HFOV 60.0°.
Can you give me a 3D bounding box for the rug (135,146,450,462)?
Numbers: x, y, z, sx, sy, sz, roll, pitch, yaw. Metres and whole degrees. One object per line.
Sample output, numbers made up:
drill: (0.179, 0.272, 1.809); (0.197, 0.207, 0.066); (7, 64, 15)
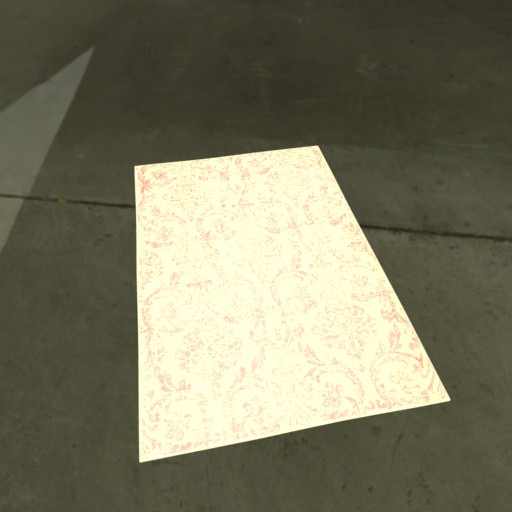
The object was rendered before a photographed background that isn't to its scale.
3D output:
rug: (0.000, 0.000, 3.426); (1.819, 0.018, 2.746); (-8, 47, -8)
